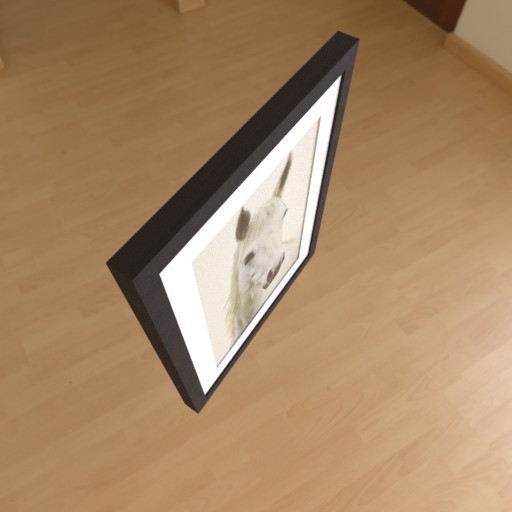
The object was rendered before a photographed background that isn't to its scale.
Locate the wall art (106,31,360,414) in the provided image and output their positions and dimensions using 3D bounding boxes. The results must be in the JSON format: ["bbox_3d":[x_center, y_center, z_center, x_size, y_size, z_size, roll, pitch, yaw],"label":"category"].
[{"bbox_3d":[0.000,0.000,0.747,0.034,0.552,0.455,30,63,17],"label":"wall art"}]
